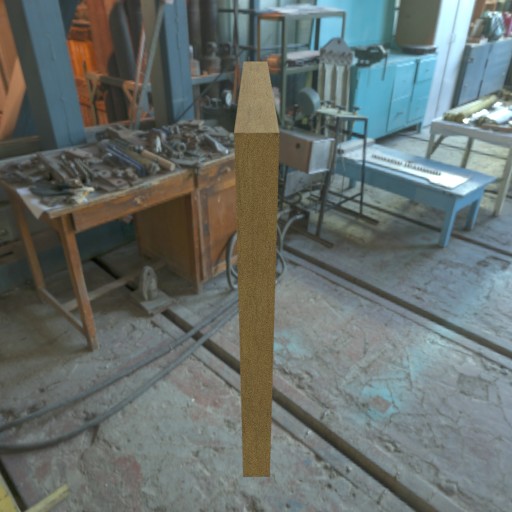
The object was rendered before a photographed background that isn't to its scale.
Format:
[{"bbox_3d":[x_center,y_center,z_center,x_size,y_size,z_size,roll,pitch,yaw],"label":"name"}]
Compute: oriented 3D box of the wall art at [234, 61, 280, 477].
[{"bbox_3d":[0.000,0.000,0.522,0.030,0.380,0.312,0,32,0],"label":"wall art"}]
